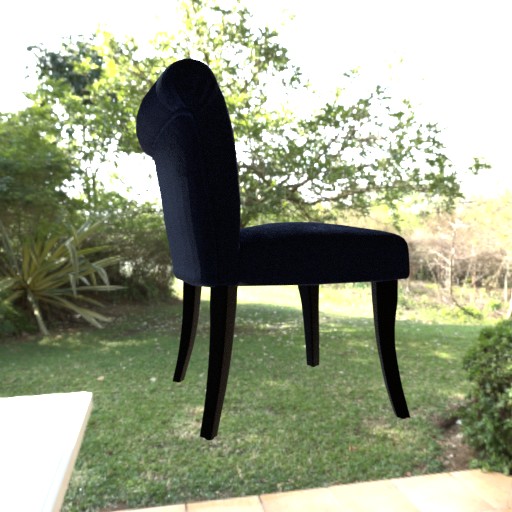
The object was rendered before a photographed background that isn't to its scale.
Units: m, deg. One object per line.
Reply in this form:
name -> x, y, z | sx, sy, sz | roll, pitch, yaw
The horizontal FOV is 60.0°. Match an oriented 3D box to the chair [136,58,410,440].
chair -> 0.000, 0.000, 1.164 | 0.606, 0.753, 0.585 | 0, 1, -18
